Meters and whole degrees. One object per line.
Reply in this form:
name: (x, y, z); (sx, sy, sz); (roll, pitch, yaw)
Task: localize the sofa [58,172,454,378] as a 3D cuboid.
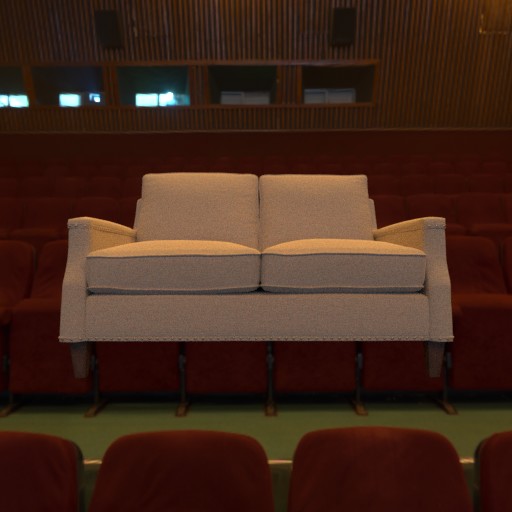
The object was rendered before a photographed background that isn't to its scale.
sofa: (0.000, 0.000, 2.297); (1.597, 1.003, 1.084); (0, -1, 0)
